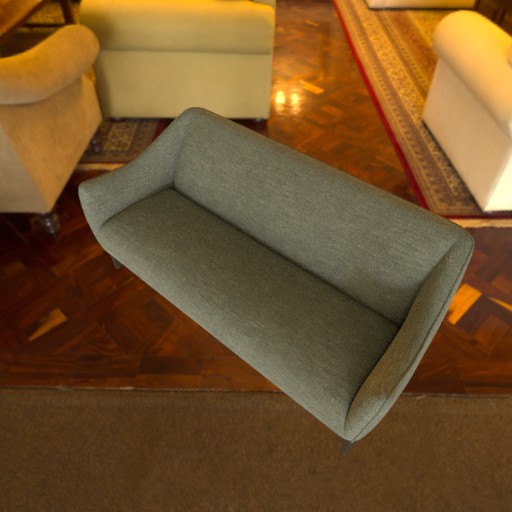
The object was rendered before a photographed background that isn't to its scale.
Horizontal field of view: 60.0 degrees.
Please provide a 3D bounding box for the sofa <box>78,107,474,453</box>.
[{"bbox_3d":[0.000,0.000,2.335,1.928,0.829,0.867,32,53,28],"label":"sofa"}]
